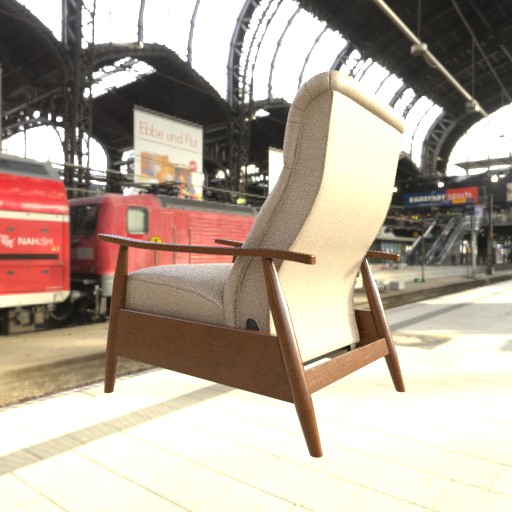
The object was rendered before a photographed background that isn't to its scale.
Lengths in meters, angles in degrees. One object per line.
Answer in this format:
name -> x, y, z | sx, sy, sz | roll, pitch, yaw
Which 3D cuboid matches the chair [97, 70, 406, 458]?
chair -> 0.000, 0.000, 1.766 | 1.030, 1.082, 0.762 | 0, 0, 36
